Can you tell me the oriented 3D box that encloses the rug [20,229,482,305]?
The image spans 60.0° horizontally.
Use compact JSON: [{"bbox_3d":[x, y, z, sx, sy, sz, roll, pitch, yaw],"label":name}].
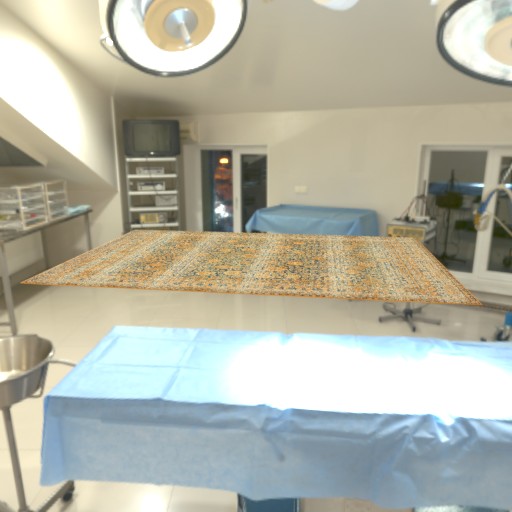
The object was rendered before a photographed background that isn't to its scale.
[{"bbox_3d":[0.000,0.000,2.945,2.336,0.007,1.525,2,14,8],"label":"rug"}]
